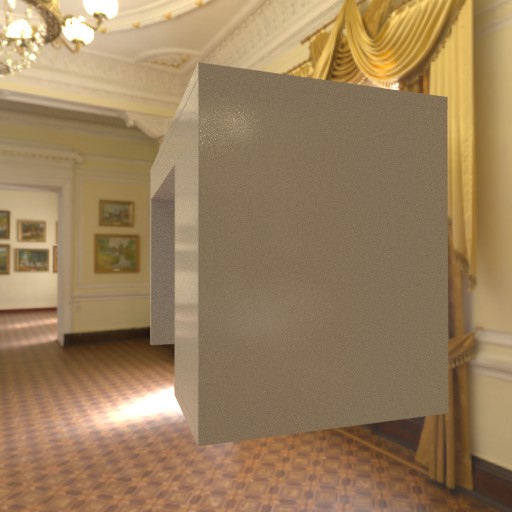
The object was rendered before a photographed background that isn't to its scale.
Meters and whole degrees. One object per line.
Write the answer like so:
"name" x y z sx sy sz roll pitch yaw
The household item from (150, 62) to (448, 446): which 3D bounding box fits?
"household item" 0.000 0.000 1.478 0.597 0.749 1.100 0 0 -18
